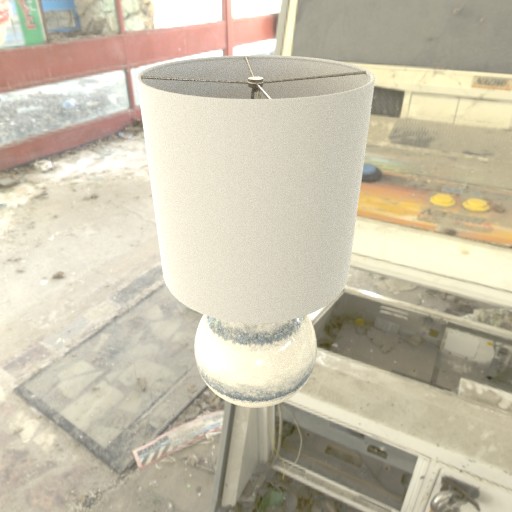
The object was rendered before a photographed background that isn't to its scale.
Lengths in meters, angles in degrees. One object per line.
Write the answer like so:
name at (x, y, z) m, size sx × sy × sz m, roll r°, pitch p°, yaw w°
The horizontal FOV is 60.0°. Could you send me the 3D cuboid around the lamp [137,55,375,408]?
lamp at (0.000, 0.000, 0.520) m, size 0.216 × 0.404 × 0.216 m, roll -21°, pitch 38°, yaw -30°
